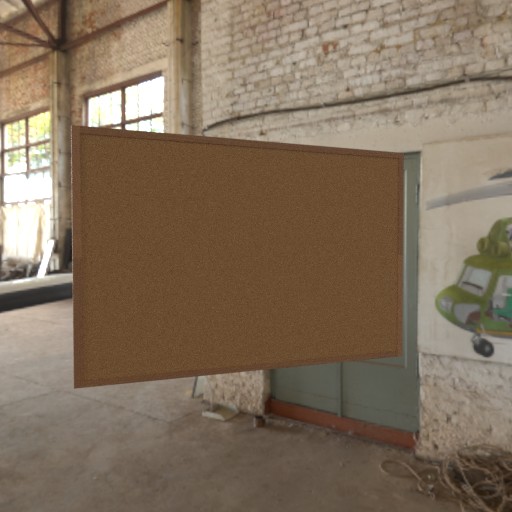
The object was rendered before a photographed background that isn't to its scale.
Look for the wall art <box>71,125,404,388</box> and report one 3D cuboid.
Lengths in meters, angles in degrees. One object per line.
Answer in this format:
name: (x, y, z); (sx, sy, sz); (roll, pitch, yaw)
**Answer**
wall art: (0.000, 0.000, 0.802); (0.613, 0.407, 0.035); (0, 1, -19)
